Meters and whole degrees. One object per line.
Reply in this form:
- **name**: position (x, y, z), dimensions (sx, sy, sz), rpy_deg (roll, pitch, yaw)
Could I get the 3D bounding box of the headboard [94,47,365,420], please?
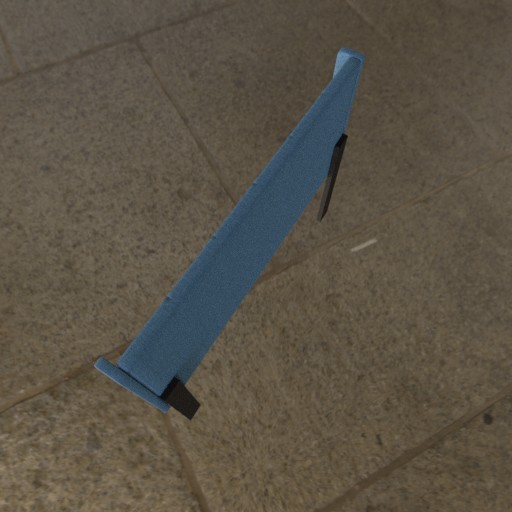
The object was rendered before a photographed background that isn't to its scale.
- **headboard**: position (0.000, 0.000, 2.714), dimensions (0.184, 1.524, 2.051), rpy_deg (30, 68, 13)
